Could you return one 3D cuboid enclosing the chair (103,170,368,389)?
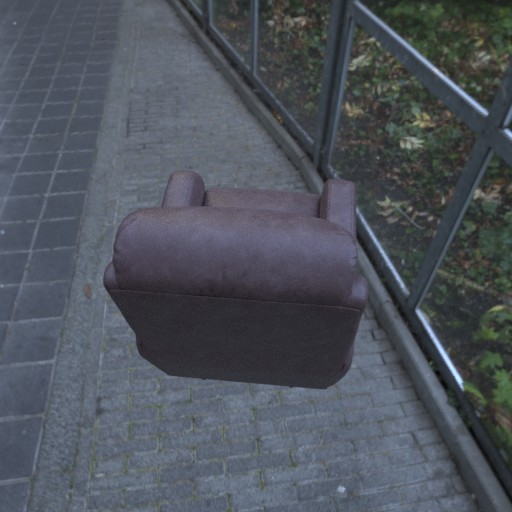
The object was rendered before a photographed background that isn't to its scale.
[{"bbox_3d":[0.000,0.000,1.754,0.865,1.067,1.067,4,47,4],"label":"chair"}]
